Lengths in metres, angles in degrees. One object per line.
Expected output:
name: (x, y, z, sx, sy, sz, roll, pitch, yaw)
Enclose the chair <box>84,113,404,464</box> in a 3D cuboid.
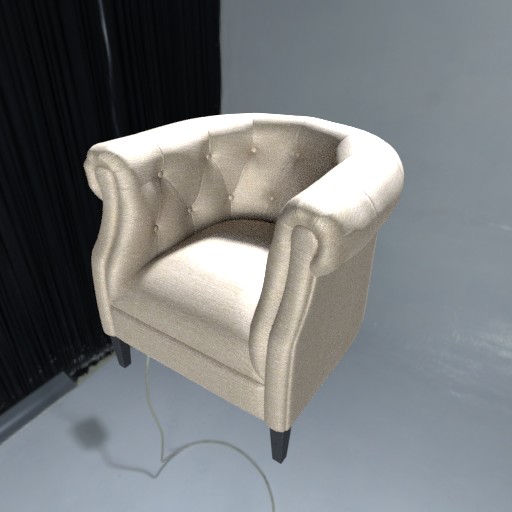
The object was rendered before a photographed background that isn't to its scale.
chair: (0.000, 0.000, 1.564, 0.905, 0.827, 0.852, 20, 36, 29)
